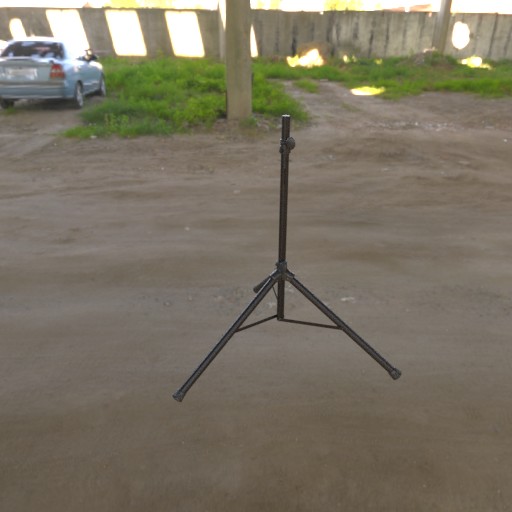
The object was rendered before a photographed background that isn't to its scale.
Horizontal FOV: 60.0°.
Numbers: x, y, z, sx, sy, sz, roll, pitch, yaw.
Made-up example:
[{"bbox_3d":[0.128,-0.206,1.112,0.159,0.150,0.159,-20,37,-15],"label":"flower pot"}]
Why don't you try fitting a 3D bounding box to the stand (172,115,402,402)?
[{"bbox_3d":[0.000,0.000,1.911,0.907,1.136,1.045,-19,32,-33],"label":"stand"}]
